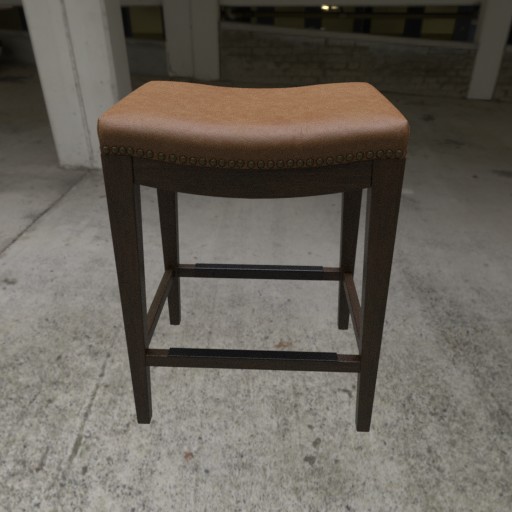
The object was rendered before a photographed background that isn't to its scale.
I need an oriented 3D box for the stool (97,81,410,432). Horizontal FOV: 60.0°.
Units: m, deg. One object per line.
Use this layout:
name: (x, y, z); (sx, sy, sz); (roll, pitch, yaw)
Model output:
stool: (0.000, 0.000, 0.946); (0.500, 0.660, 0.361); (1, 30, 2)
